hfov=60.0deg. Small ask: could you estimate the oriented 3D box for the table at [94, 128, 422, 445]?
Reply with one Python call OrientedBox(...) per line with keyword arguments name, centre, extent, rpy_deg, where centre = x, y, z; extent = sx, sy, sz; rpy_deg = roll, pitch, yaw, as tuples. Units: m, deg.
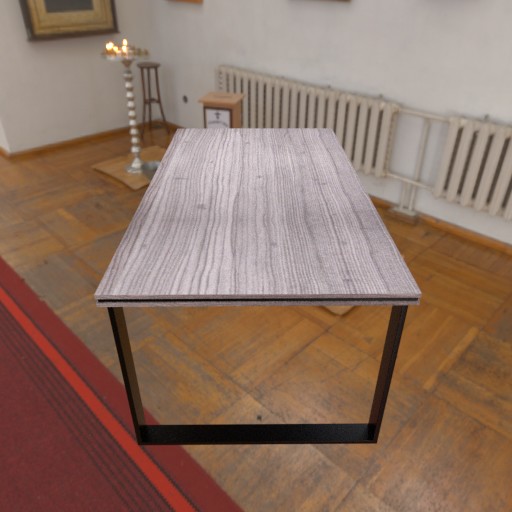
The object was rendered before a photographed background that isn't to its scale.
OrientedBox(name="table", centre=(0.000, 0.000, 2.055), extent=(0.881, 0.736, 1.579), rpy_deg=(0, 32, 0))
